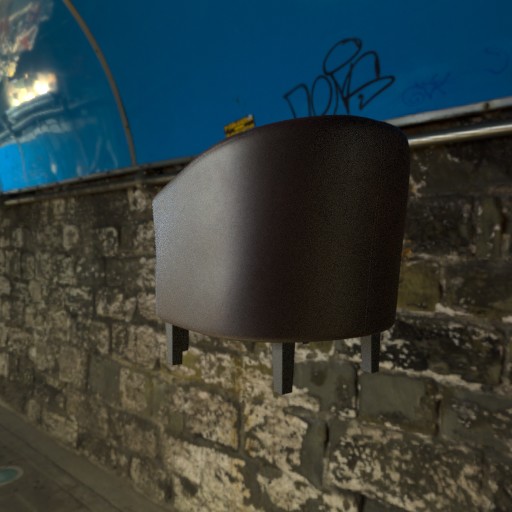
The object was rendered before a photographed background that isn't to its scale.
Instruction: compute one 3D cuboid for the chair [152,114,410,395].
[{"bbox_3d":[0.000,0.000,1.666,0.737,0.755,1.176,-1,1,-35],"label":"chair"}]
